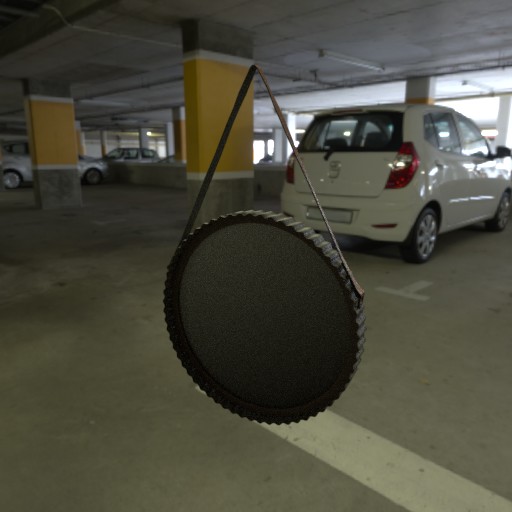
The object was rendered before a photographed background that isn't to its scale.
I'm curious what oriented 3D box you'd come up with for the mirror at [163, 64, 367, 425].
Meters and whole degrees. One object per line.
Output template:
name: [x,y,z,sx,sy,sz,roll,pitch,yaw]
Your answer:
mirror: [0.000,0.000,0.707,0.355,0.568,0.042,7,15,27]
